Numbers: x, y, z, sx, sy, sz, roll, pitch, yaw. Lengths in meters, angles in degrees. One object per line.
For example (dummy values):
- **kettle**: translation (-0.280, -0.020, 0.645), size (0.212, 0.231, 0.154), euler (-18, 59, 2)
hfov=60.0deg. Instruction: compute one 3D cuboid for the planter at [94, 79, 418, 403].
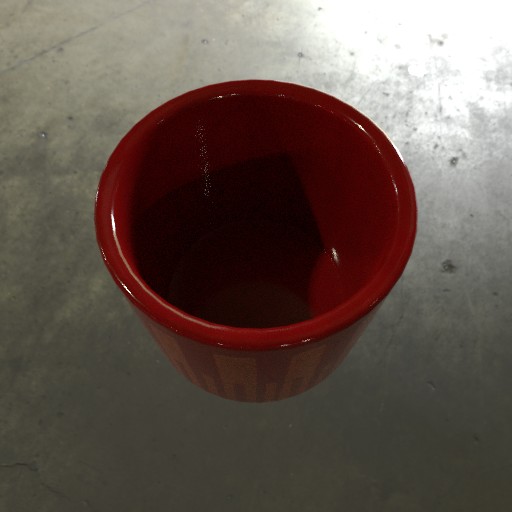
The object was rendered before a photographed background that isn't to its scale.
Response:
- **planter**: translation (0.000, 0.000, 0.403), size (0.230, 0.202, 0.230), euler (0, 63, 0)
